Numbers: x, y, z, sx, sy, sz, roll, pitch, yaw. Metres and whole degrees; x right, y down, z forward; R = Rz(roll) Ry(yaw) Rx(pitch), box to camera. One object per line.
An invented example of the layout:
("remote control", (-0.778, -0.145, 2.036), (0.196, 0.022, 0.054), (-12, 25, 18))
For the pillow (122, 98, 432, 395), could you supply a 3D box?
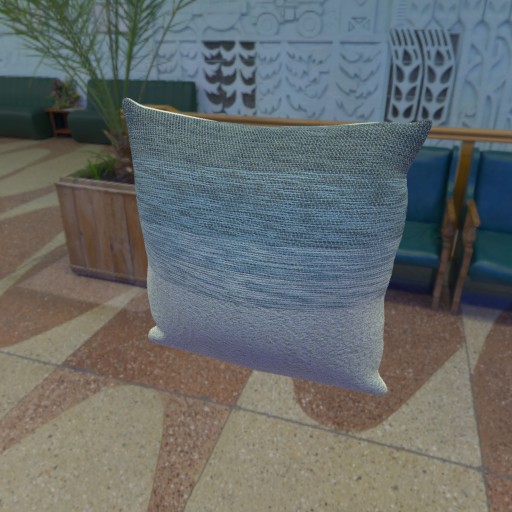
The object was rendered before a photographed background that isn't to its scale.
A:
("pillow", (0.000, 0.000, 0.676), (0.440, 0.441, 0.182), (9, 28, 18))
